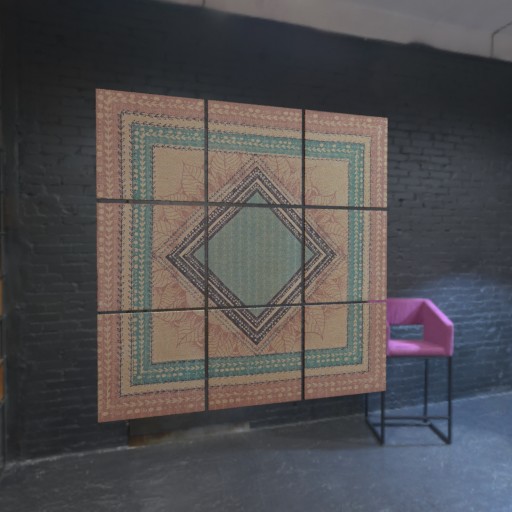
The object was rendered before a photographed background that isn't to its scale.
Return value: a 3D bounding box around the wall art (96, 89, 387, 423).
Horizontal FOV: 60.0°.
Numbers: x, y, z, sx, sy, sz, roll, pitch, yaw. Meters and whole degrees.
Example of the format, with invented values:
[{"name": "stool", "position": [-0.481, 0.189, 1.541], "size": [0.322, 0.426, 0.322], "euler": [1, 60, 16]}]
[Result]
[{"name": "wall art", "position": [0.000, 0.000, 1.797], "size": [1.215, 1.213, 0.013], "euler": [0, 1, -17]}]
